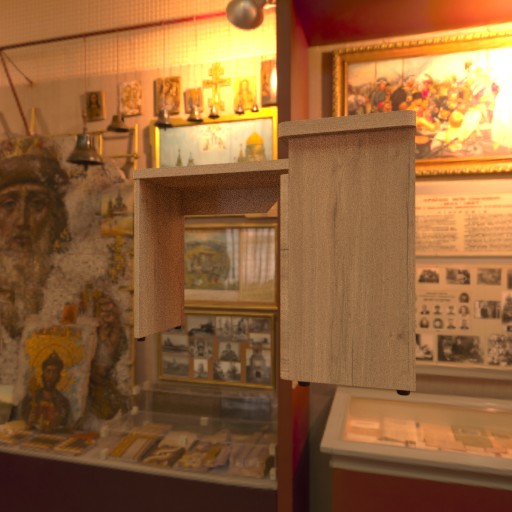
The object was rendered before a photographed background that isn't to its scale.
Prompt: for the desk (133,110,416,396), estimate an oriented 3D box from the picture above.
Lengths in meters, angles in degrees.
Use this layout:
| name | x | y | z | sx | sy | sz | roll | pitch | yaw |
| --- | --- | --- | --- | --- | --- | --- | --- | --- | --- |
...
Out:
| name | x | y | z | sx | sy | sz | roll | pitch | yaw |
| --- | --- | --- | --- | --- | --- | --- | --- | --- | --- |
| desk | 0.000 | 0.000 | 1.758 | 1.169 | 0.760 | 0.900 | 0 | 0 | 18 |
